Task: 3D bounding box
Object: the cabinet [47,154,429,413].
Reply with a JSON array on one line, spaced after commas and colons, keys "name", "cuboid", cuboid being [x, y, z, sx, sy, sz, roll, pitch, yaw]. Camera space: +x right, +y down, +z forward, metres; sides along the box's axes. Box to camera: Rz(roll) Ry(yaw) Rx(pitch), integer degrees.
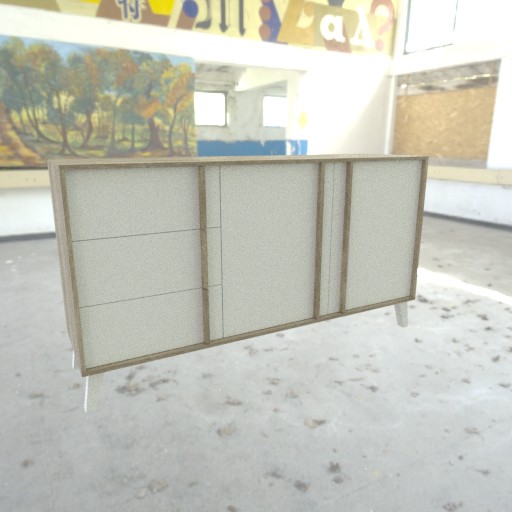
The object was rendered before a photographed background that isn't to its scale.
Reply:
[{"name": "cabinet", "cuboid": [0.000, 0.000, 2.008, 1.600, 0.870, 0.450, -8, 17, -28]}]
